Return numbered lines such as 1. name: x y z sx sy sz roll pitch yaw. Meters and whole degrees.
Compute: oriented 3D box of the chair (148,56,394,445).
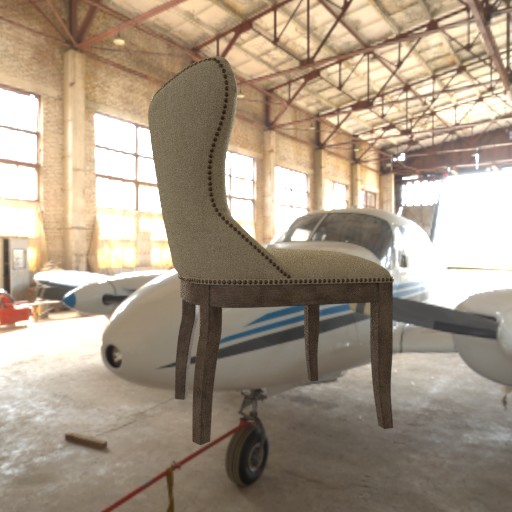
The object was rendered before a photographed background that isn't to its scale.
1. chair: 0.000 0.000 1.443 0.681 1.002 0.654 0 0 -18
